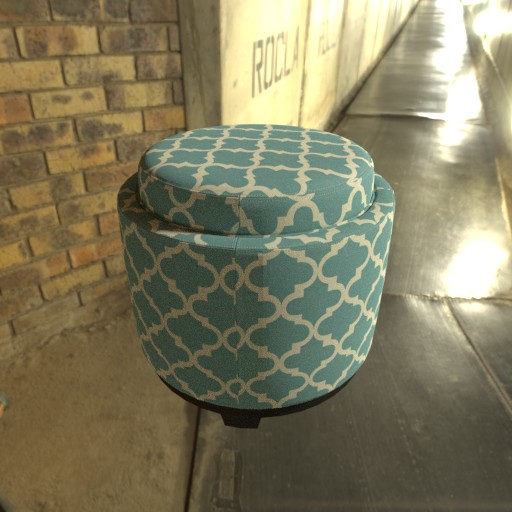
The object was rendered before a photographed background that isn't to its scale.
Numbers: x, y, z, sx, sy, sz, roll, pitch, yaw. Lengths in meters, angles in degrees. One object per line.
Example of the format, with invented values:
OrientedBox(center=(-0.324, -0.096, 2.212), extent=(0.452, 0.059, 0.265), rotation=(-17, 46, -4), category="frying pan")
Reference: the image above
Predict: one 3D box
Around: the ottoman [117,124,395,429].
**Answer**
OrientedBox(center=(0.000, 0.000, 0.848), extent=(0.480, 0.429, 0.480), rotation=(0, 30, 0), category="ottoman")
